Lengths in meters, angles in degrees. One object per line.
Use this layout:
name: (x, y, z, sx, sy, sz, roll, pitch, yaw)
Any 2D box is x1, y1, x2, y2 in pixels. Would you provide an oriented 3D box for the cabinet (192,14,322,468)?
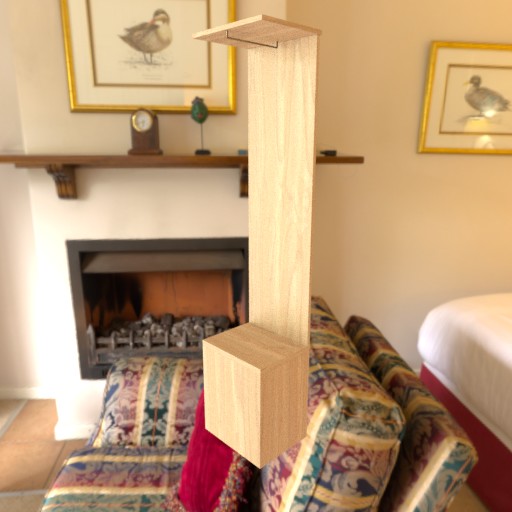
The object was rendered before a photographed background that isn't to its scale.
cabinet: (0.000, 0.000, 2.036, 0.338, 1.879, 0.411, -14, 20, -42)
